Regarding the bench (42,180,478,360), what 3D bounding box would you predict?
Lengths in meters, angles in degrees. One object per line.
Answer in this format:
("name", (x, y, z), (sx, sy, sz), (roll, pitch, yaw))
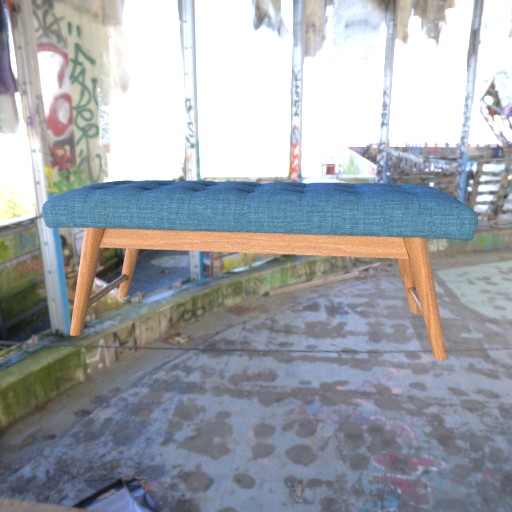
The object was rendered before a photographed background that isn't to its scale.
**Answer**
("bench", (0.000, 0.000, 1.349), (1.118, 0.432, 0.406), (2, 15, 8))
